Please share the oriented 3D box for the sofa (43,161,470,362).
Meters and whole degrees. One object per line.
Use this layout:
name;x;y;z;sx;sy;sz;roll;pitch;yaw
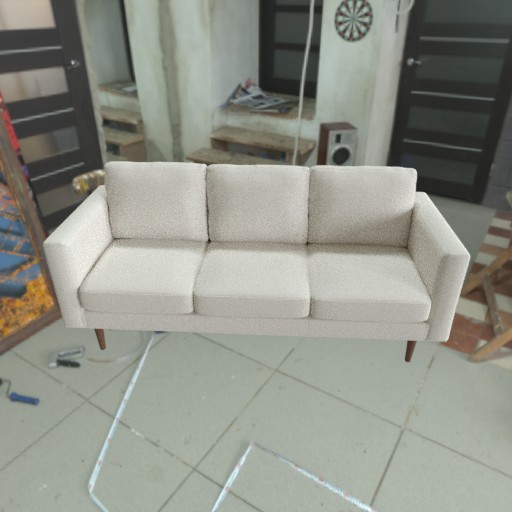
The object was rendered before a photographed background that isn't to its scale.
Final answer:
sofa;0.000;0.000;2.512;2.029;0.912;0.802;2;30;3
